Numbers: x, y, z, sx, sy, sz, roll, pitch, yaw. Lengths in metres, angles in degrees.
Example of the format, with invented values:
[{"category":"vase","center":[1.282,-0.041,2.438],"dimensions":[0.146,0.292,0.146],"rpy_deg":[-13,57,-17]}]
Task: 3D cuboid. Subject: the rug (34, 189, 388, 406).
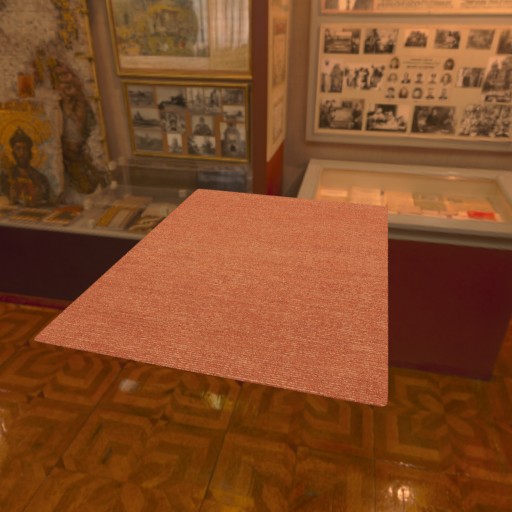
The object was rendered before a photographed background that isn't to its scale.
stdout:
[{"category":"rug","center":[0.000,0.000,2.769],"dimensions":[1.594,0.009,2.112],"rpy_deg":[7,29,13]}]
